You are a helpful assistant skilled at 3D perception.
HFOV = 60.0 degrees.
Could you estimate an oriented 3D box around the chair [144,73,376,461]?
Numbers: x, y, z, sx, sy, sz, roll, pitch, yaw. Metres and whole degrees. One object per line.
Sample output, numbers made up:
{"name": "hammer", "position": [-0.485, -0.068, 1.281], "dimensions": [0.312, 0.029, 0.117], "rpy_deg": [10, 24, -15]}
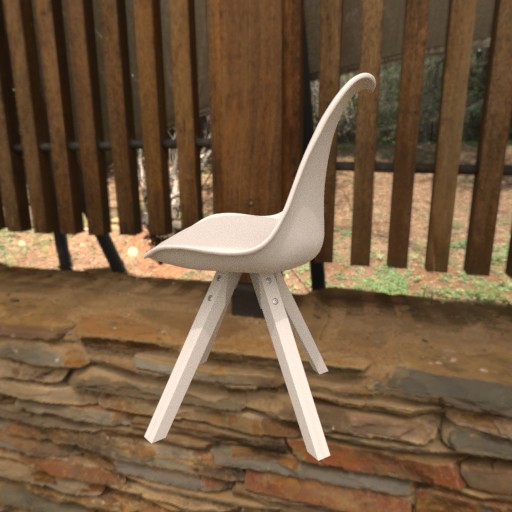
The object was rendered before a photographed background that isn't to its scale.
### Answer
{"name": "chair", "position": [0.000, 0.000, 1.157], "dimensions": [0.550, 0.850, 0.485], "rpy_deg": [2, 14, 8]}
